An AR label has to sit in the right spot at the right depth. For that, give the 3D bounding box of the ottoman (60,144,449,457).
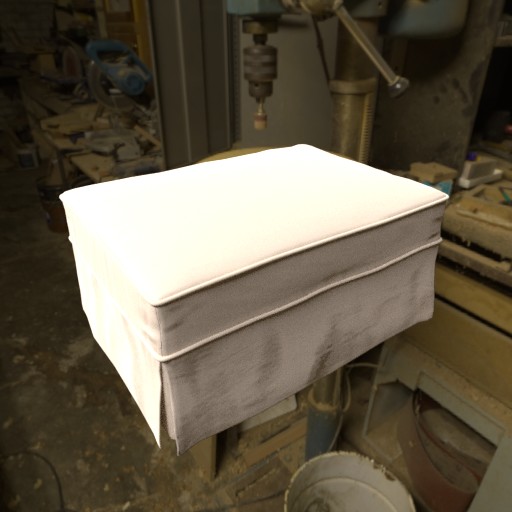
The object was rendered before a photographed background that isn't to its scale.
[{"bbox_3d":[0.000,0.000,1.331,0.944,0.479,0.703,-19,35,-30],"label":"ottoman"}]
